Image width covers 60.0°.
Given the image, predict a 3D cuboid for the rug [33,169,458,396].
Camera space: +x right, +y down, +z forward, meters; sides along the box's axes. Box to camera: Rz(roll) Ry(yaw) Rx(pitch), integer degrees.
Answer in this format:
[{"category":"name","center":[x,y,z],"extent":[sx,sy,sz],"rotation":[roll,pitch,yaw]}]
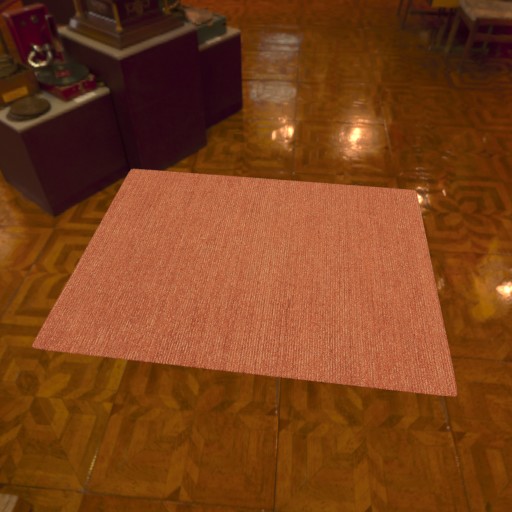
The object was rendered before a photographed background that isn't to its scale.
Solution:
[{"category":"rug","center":[0.000,0.000,2.712],"extent":[2.112,0.009,1.594],"rotation":[5,46,5]}]
